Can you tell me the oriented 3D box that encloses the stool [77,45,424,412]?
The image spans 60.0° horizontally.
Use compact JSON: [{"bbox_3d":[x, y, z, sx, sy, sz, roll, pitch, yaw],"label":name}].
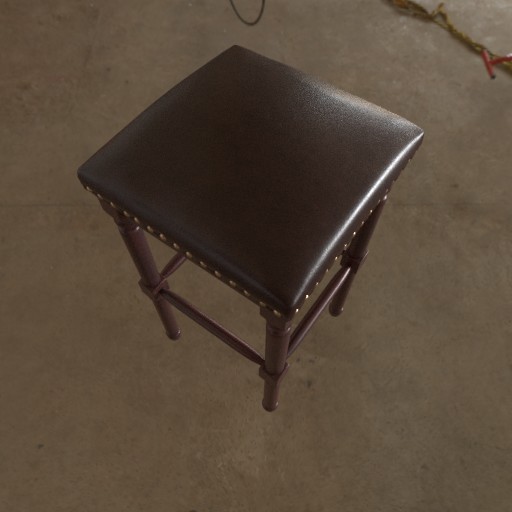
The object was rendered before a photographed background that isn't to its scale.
[{"bbox_3d":[0.000,0.000,0.919,0.382,0.702,0.383,32,64,18],"label":"stool"}]
